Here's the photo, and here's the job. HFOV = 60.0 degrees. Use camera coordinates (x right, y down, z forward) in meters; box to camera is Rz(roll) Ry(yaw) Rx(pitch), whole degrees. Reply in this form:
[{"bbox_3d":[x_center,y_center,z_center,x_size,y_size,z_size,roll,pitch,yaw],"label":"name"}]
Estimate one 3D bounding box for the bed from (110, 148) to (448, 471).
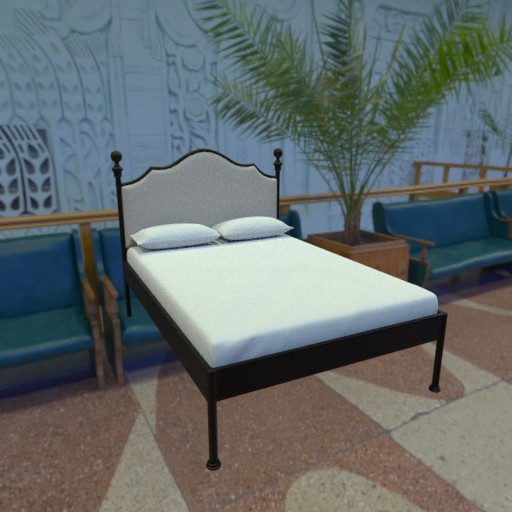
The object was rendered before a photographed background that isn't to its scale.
[{"bbox_3d":[0.000,0.000,3.307,1.642,1.499,2.224,-8,17,-25],"label":"bed"}]
